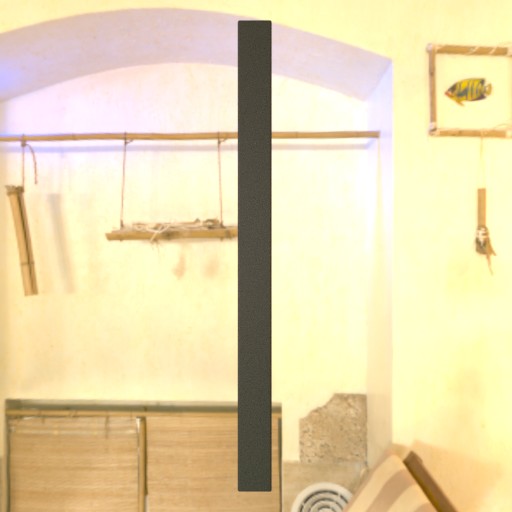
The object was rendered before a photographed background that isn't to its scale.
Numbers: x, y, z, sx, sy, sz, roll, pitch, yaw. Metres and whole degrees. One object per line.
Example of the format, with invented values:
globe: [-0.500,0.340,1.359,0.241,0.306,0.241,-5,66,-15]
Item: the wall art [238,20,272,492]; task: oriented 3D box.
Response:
wall art: [0.000,0.000,0.521,0.028,0.381,0.328,0,0,0]
